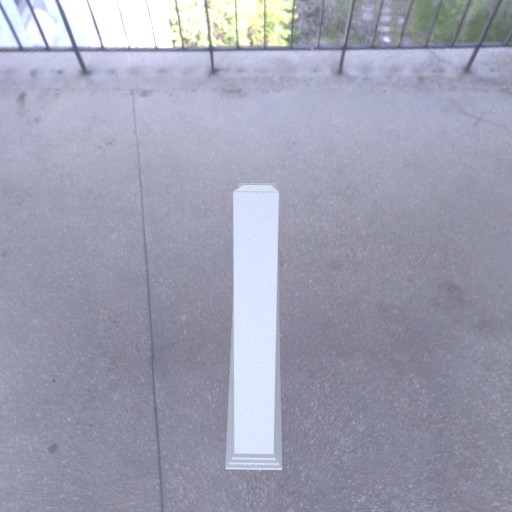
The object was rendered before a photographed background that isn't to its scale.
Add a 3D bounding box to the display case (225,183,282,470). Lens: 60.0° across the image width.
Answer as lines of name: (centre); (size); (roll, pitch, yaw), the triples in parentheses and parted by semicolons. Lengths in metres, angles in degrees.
display case: (0.000, 0.000, 0.780); (0.095, 0.340, 0.640); (1, 57, 0)
